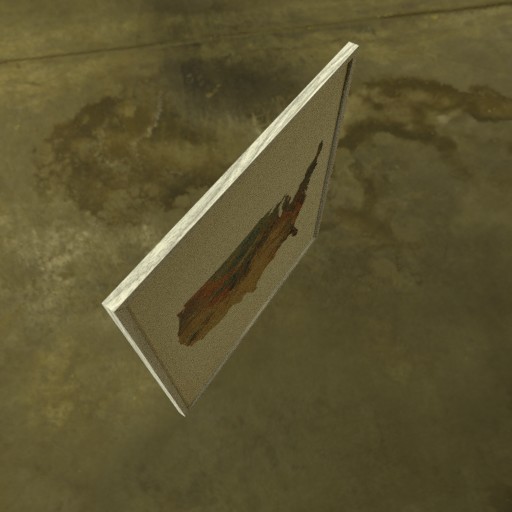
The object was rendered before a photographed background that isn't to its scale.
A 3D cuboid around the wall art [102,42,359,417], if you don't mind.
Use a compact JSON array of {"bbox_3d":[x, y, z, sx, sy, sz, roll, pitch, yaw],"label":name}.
[{"bbox_3d":[0.000,0.000,0.754,0.016,0.507,0.508,30,64,17],"label":"wall art"}]
